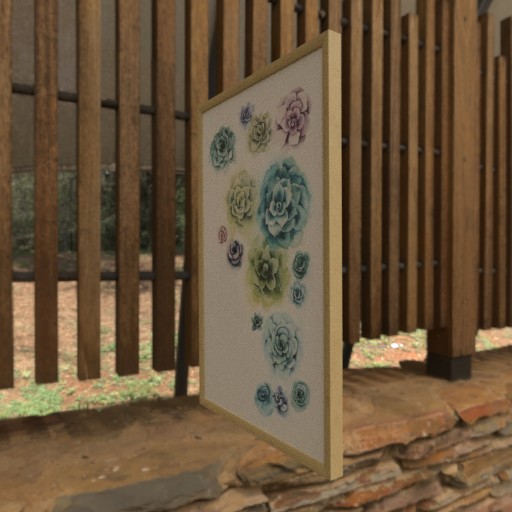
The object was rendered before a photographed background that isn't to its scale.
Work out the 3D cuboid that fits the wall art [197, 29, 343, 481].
[{"bbox_3d":[0.000,0.000,1.012,0.039,0.810,0.510,0,0,-35],"label":"wall art"}]
